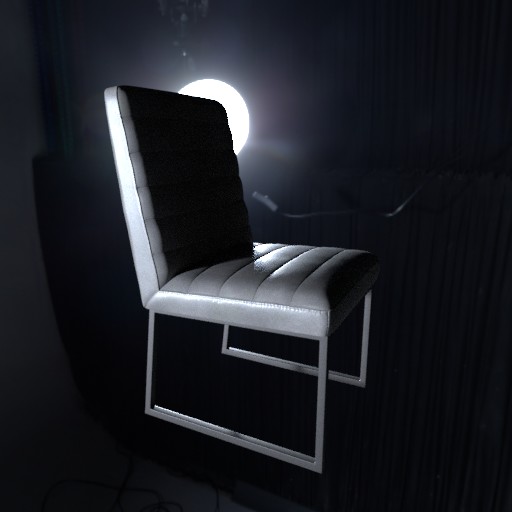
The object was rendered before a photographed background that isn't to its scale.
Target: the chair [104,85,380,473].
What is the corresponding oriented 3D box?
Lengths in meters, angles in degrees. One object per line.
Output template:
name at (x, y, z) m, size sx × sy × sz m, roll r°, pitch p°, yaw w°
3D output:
chair at (0.000, 0.000, 1.304) m, size 0.634 × 0.930 × 0.520 m, roll 7°, pitch 16°, yaw 26°
